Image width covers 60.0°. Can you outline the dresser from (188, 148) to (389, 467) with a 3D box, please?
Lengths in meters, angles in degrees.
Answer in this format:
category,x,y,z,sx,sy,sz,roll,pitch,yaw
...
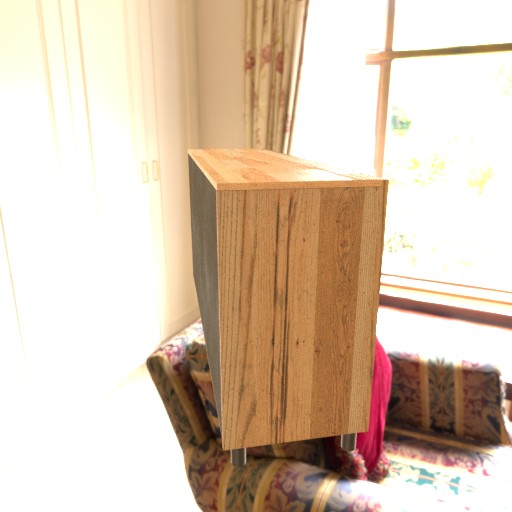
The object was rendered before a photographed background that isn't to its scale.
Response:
category,x,y,z,sx,sy,sz,roll,pitch,yaw
dresser,0.000,0.000,1.937,0.487,0.834,1.547,-3,17,-10
